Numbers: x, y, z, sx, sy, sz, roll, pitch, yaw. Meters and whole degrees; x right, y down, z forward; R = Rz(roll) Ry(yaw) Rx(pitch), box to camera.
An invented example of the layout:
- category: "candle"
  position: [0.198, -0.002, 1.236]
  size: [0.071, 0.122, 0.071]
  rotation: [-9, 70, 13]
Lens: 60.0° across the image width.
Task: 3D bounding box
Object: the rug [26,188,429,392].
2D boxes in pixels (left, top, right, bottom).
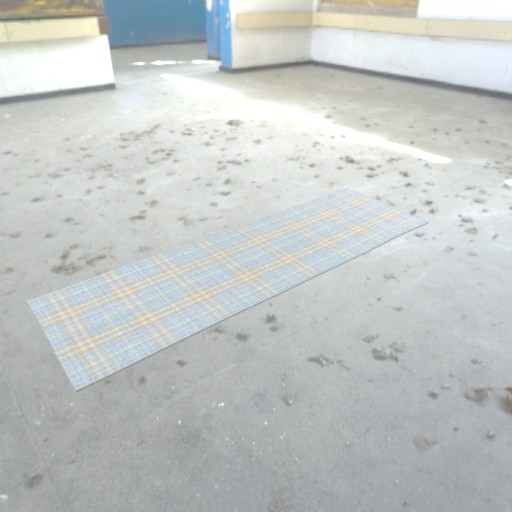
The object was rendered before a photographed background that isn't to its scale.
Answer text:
- category: "rug"
  position: [0.000, 0.000, 2.684]
  size: [2.439, 0.013, 0.762]
  rotation: [-22, 38, -32]
